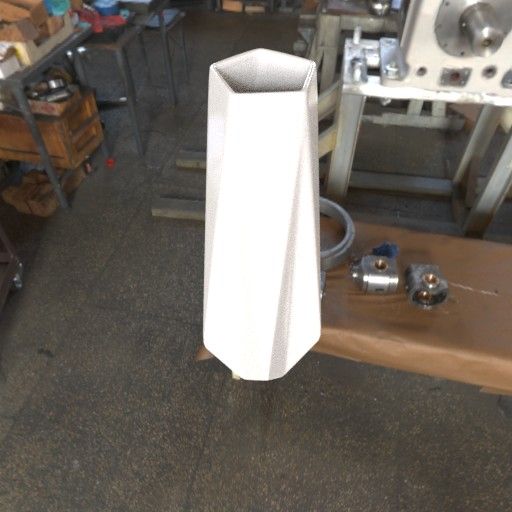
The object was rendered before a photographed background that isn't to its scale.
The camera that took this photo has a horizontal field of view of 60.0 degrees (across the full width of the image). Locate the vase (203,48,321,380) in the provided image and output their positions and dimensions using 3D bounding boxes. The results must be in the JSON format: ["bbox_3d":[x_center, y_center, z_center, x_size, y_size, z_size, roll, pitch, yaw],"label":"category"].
[{"bbox_3d":[0.000,0.000,0.392,0.116,0.329,0.122,-17,49,-15],"label":"vase"}]
